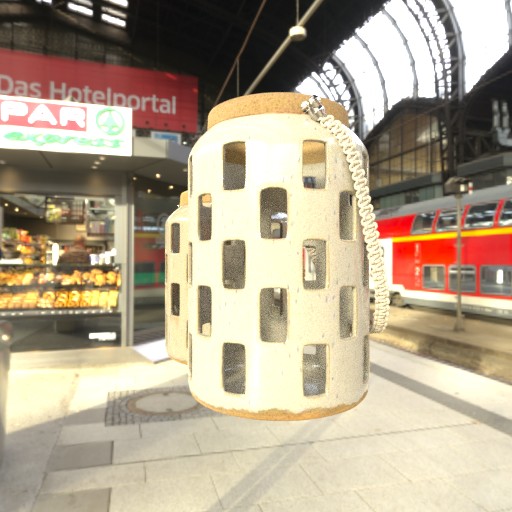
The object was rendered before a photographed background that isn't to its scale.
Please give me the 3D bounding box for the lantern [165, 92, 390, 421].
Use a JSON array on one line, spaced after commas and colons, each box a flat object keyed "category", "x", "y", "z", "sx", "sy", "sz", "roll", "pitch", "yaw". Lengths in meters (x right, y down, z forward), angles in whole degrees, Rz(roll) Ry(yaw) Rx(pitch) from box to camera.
[{"category": "lantern", "x": 0.000, "y": 0.000, "z": 0.499, "sx": 0.184, "sy": 0.255, "sz": 0.347, "roll": 0, "pitch": -1, "yaw": -18}]
